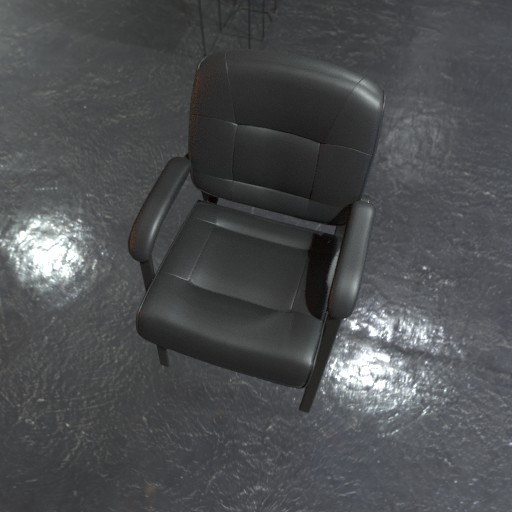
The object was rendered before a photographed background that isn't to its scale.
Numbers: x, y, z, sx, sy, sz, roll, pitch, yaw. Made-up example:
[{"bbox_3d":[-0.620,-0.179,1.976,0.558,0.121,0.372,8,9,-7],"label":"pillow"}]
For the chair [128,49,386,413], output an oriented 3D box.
[{"bbox_3d":[0.000,0.000,1.299,0.591,0.910,0.668,15,59,9],"label":"chair"}]
